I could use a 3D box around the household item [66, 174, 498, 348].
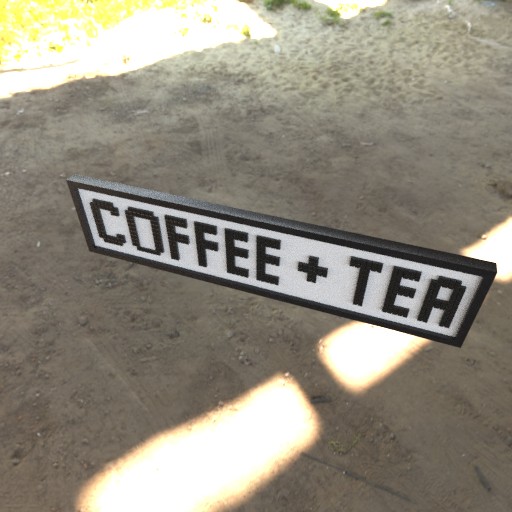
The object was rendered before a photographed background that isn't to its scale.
[{"bbox_3d":[0.000,0.000,1.070,1.001,0.236,0.030,13,43,15],"label":"household item"}]
